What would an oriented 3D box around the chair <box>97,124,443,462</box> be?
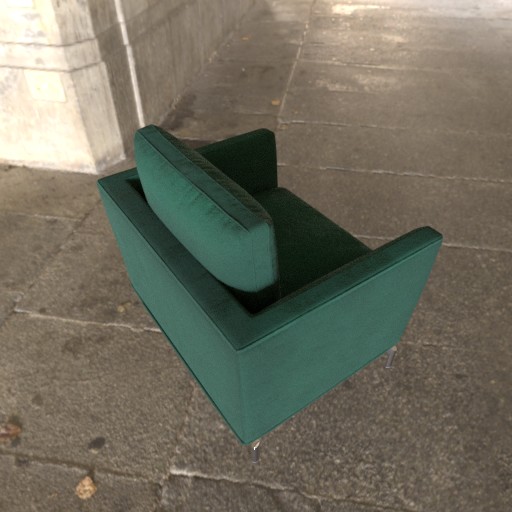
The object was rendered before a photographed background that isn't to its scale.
[{"bbox_3d":[0.000,0.000,1.796,0.852,0.997,1.047,-25,47,-26],"label":"chair"}]
